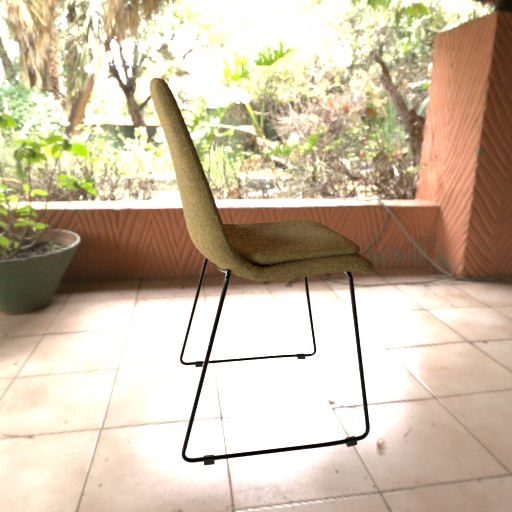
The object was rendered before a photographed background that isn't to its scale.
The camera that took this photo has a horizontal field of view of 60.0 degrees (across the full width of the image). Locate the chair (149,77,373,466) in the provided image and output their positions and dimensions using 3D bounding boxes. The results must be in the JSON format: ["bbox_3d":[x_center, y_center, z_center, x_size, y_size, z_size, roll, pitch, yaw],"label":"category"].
[{"bbox_3d":[0.000,0.000,1.158,0.496,0.849,0.479,-2,14,-10],"label":"chair"}]
